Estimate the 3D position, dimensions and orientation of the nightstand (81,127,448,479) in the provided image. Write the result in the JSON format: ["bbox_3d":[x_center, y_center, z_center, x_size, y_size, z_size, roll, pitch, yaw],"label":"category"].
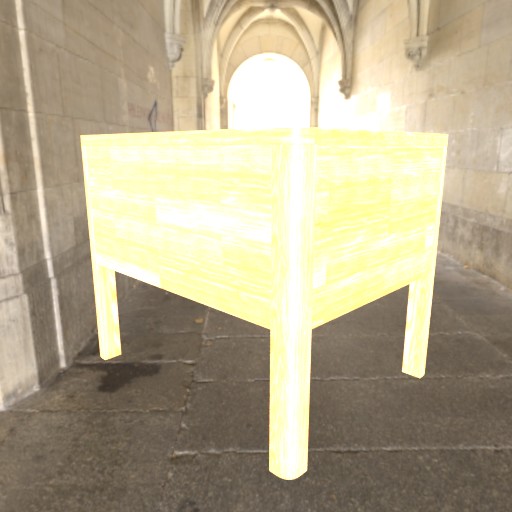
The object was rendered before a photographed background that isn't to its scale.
[{"bbox_3d":[0.000,0.000,0.893,0.560,0.470,0.440,13,19,43],"label":"nightstand"}]
